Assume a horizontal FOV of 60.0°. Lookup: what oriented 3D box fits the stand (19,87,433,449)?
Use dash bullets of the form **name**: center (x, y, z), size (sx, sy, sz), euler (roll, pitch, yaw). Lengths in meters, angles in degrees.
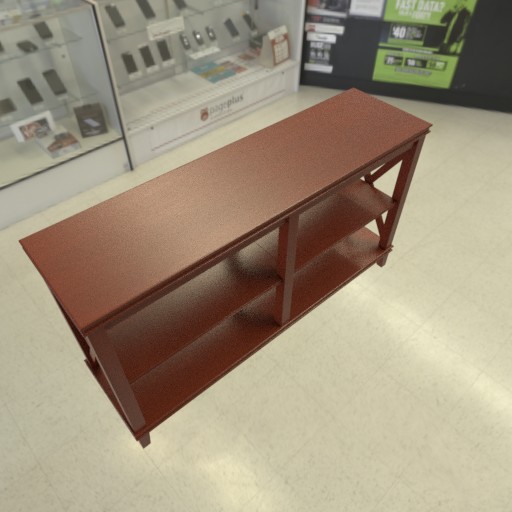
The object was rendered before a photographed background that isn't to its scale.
- **stand**: center (0.000, 0.000, 1.684), size (1.372, 0.762, 0.381), euler (-32, 54, -26)
